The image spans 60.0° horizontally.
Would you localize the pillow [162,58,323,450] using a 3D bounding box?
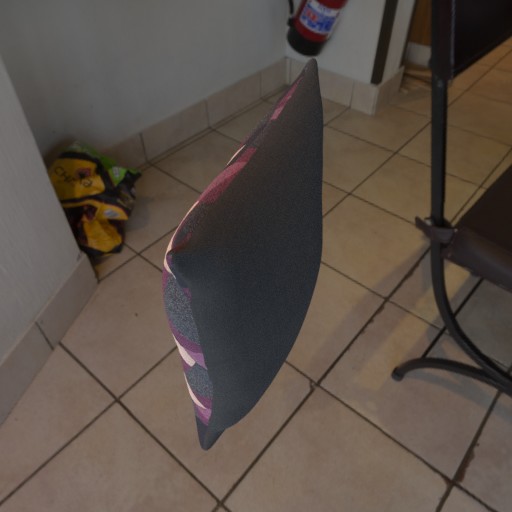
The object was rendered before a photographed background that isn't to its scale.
[{"bbox_3d":[0.000,0.000,0.758,0.208,0.496,0.503,16,48,15],"label":"pillow"}]
